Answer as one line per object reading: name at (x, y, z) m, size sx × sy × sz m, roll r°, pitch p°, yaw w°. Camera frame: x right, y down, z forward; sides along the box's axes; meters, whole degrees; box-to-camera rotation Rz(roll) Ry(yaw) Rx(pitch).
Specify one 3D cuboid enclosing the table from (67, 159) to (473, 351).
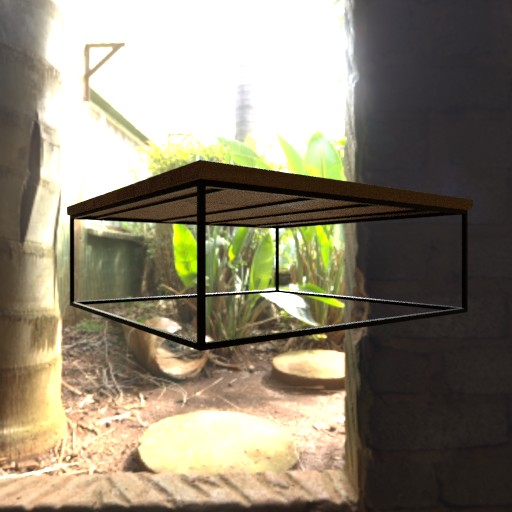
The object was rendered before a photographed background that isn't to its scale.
table at (0.000, 0.000, 1.685) m, size 1.100 × 0.400 × 1.100 m, roll 0°, pitch 0°, yaw -36°
